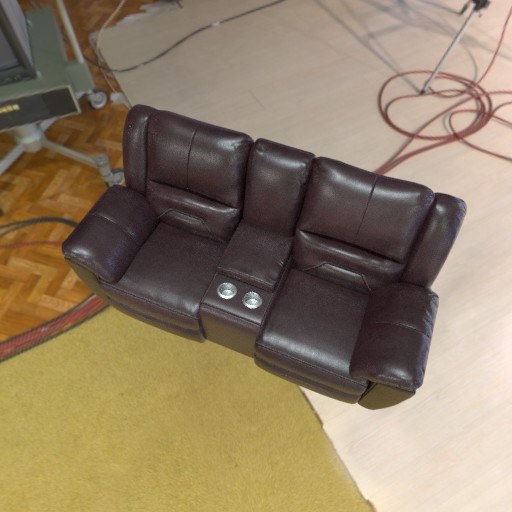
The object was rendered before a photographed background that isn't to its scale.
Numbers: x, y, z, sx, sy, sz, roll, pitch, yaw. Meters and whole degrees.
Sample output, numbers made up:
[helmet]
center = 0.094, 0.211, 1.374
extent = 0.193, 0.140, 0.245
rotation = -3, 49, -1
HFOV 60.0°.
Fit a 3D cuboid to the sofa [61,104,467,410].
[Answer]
[sofa]
center = 0.000, 0.000, 2.579
extent = 2.058, 1.043, 0.991
rotation = 19, 61, 11
